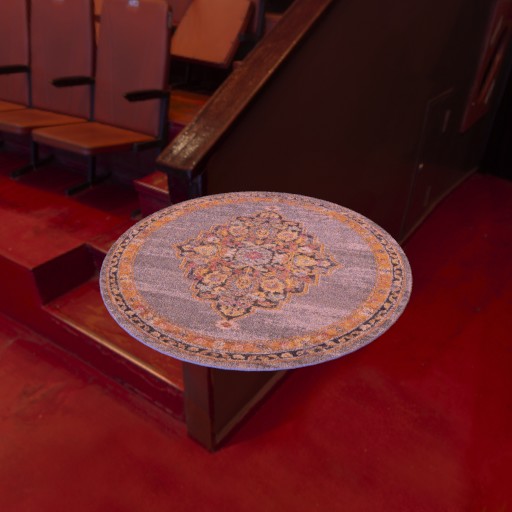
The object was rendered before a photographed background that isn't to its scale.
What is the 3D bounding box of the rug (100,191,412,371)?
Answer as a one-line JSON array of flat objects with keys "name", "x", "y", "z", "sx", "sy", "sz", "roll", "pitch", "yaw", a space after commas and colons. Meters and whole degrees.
[{"name": "rug", "x": 0.000, "y": 0.000, "z": 3.520, "sx": 2.382, "sy": 0.014, "sz": 2.382, "roll": 0, "pitch": 33, "yaw": 0}]
